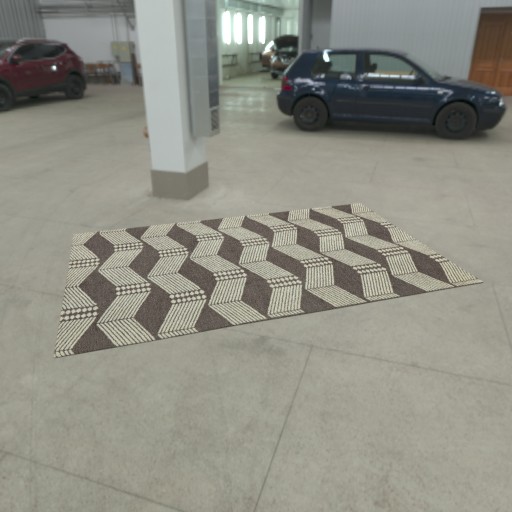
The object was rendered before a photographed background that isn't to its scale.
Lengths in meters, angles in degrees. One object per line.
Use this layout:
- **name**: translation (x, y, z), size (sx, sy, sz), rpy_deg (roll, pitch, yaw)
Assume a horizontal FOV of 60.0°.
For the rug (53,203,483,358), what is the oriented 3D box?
- **rug**: translation (0.000, 0.000, 3.031), size (2.435, 0.011, 1.517), rpy_deg (-8, 27, -15)
